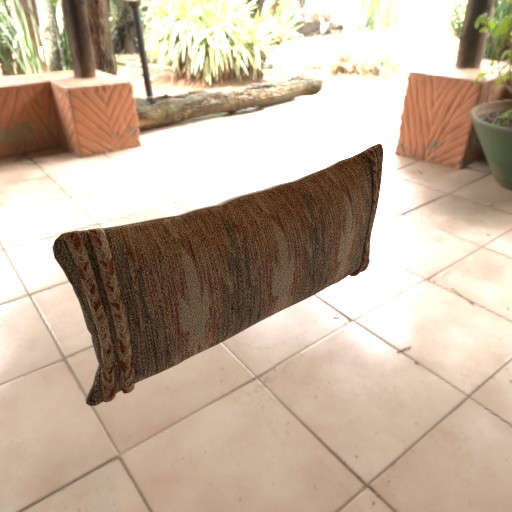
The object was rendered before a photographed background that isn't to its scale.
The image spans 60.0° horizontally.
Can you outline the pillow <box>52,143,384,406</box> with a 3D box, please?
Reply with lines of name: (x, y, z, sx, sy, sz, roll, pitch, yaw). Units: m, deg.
pillow: (0.000, 0.000, 0.749, 0.635, 0.282, 0.139, -22, 37, -32)
